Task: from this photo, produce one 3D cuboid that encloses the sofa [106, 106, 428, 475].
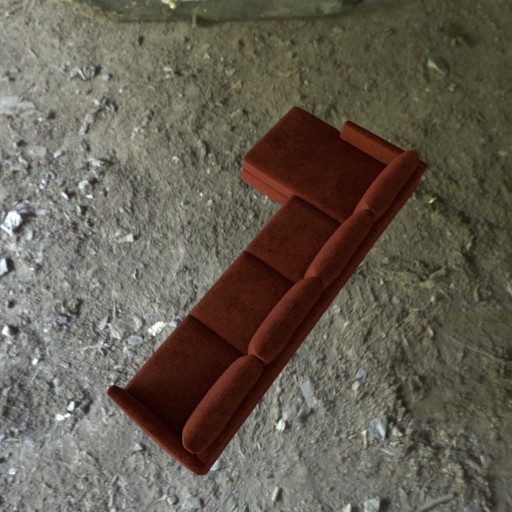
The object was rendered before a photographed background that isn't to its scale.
[{"bbox_3d":[0.000,0.000,2.925,1.136,0.663,2.467,35,69,15],"label":"sofa"}]
